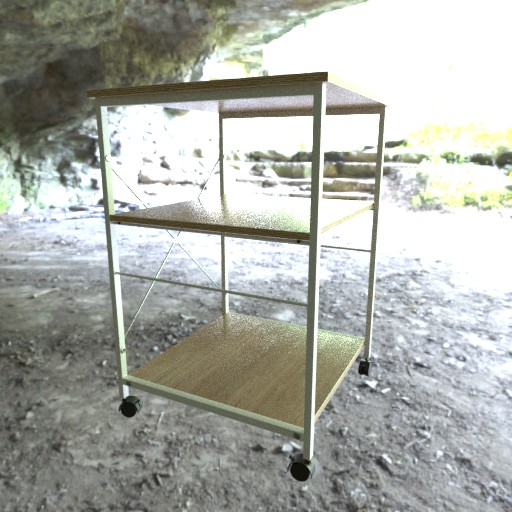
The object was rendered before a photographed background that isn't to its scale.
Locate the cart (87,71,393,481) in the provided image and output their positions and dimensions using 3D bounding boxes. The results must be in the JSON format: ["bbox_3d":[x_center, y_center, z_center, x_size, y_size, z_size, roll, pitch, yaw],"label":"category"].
[{"bbox_3d":[0.000,0.000,1.115,0.520,0.762,0.521,7,16,26],"label":"cart"}]
